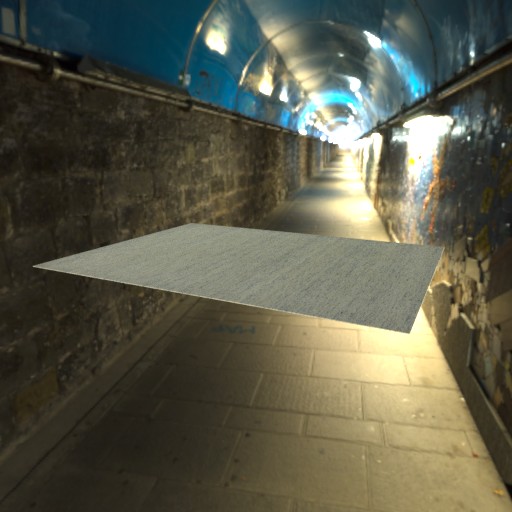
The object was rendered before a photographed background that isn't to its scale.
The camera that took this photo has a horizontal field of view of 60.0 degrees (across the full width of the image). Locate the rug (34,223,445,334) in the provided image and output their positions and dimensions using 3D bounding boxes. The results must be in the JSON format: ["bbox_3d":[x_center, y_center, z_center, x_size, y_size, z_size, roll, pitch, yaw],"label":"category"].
[{"bbox_3d":[0.000,0.000,4.285,3.197,0.006,2.438,7,16,26],"label":"rug"}]
